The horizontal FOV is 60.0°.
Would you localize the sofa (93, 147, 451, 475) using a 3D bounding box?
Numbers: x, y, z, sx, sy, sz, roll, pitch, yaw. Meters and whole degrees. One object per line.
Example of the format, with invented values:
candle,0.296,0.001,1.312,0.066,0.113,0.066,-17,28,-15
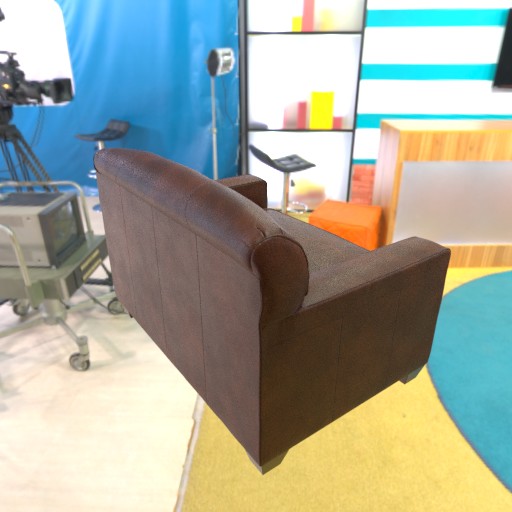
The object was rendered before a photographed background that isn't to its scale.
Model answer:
sofa,0.000,0.000,2.068,1.000,0.956,1.413,-17,30,-32
